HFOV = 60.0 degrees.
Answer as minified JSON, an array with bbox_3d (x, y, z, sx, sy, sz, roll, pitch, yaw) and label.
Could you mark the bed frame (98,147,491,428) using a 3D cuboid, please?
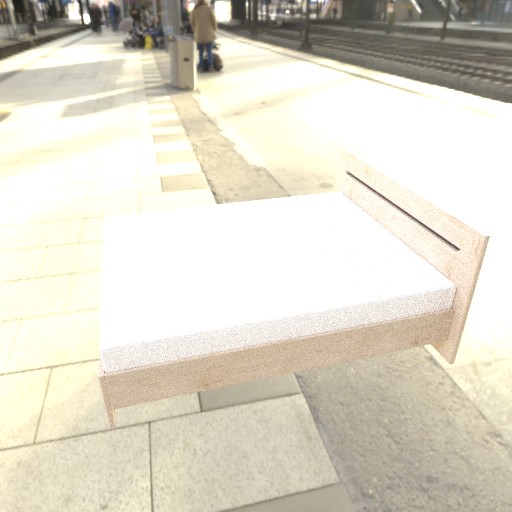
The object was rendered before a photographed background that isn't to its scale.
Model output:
[{"bbox_3d":[0.000,0.000,3.077,2.080,0.900,1.800,-8,30,-14],"label":"bed frame"}]
